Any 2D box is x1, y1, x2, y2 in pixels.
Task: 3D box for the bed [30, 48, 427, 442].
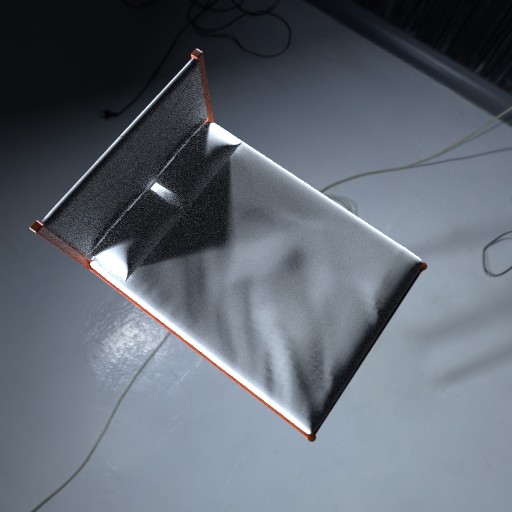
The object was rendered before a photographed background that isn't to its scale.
[{"bbox_3d":[0.000,0.000,3.121,2.117,1.165,1.566,35,77,10],"label":"bed"}]
